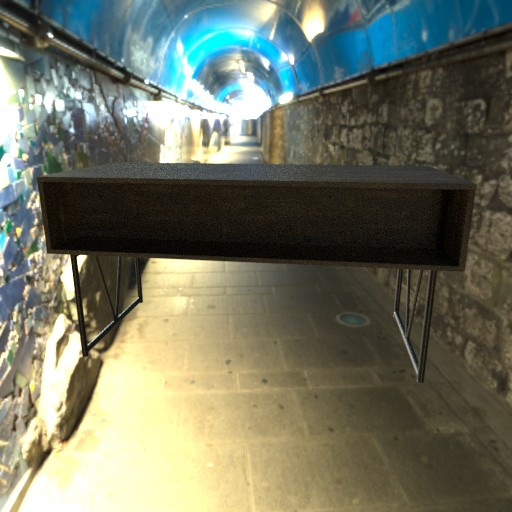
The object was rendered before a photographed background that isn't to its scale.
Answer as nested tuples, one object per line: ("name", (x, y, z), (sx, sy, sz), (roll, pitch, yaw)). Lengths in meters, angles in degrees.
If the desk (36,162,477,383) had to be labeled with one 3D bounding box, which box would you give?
("desk", (0.000, 0.000, 2.048), (1.600, 0.780, 0.730), (2, 17, 8))
